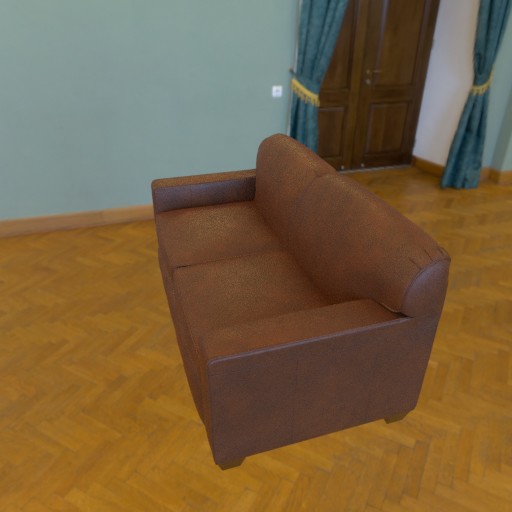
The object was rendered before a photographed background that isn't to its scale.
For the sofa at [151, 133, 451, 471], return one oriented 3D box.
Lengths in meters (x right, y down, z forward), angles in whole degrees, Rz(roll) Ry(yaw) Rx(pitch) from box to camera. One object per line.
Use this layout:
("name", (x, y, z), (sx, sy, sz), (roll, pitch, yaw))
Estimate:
("sofa", (0.000, 0.000, 2.452), (1.000, 0.966, 1.856), (-9, 31, -15))
